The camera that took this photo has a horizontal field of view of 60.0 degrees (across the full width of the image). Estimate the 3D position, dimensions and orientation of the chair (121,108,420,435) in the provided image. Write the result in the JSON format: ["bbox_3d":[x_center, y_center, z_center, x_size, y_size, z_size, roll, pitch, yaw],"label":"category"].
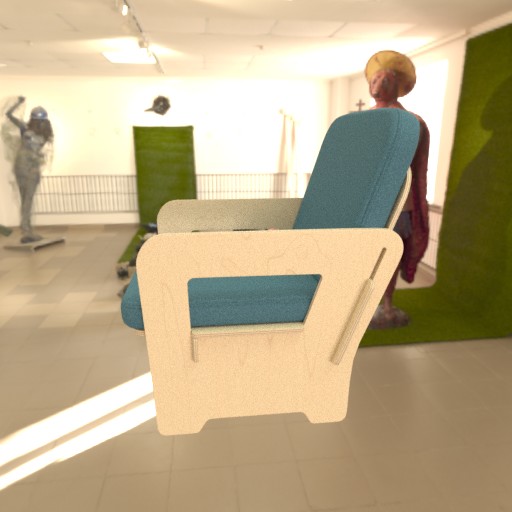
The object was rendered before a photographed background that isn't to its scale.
[{"bbox_3d":[0.000,0.000,1.191,0.657,0.747,0.547,-2,15,-7],"label":"chair"}]
